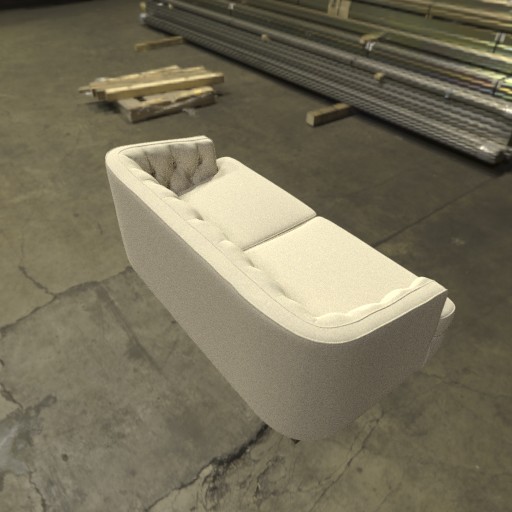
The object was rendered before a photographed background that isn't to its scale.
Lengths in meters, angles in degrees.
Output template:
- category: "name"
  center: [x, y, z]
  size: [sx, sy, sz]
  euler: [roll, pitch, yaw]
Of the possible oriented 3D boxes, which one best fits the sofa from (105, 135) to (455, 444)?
- category: "sofa"
  center: [0.000, 0.000, 2.265]
  size: [0.941, 0.855, 1.733]
  euler: [-27, 47, -28]
